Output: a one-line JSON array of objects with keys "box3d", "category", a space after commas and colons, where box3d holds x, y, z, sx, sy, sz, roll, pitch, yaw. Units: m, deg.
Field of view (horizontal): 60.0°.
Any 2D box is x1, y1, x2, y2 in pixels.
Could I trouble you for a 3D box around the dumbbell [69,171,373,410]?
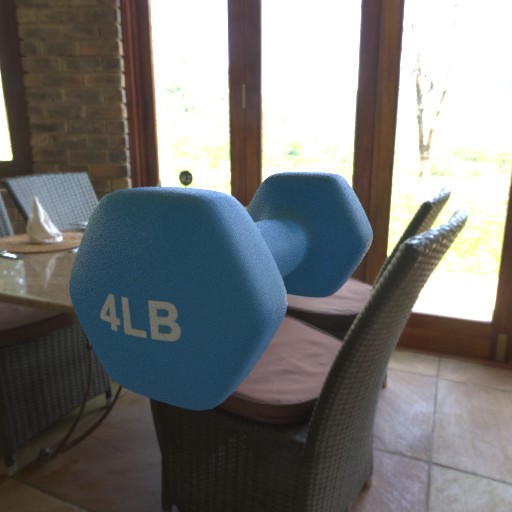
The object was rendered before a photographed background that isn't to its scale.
[{"box3d": [0.000, 0.000, 0.190, 0.074, 0.066, 0.152, 7, 15, 26], "category": "dumbbell"}]
